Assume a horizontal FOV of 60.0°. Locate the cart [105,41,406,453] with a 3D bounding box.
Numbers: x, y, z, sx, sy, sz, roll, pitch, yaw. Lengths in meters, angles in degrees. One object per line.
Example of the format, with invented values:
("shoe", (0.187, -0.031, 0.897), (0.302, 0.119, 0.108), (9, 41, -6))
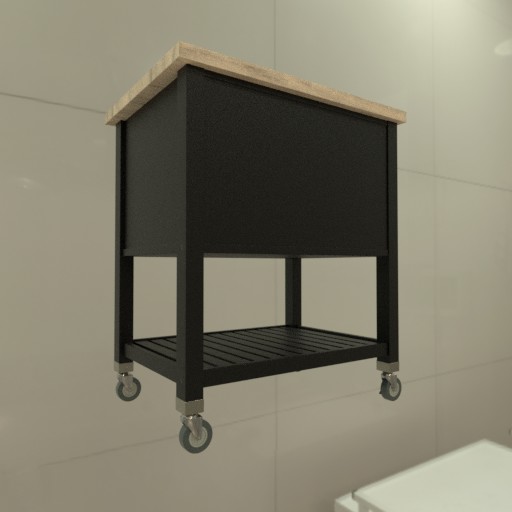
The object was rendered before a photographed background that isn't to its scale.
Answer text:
("cart", (0.000, 0.000, 1.417), (0.797, 0.920, 0.567), (1, -2, -35))
